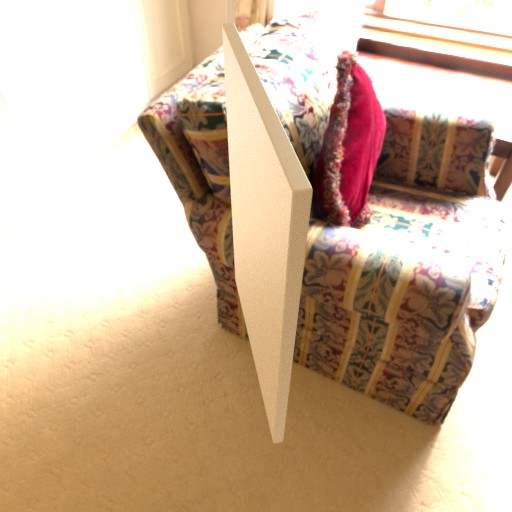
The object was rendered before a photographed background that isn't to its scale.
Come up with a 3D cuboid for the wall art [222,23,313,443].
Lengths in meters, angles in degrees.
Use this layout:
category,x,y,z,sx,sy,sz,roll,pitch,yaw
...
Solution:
category,x,y,z,sx,sy,sz,roll,pitch,yaw
wall art,0.000,0.000,1.481,0.038,1.183,0.808,-9,48,-8
